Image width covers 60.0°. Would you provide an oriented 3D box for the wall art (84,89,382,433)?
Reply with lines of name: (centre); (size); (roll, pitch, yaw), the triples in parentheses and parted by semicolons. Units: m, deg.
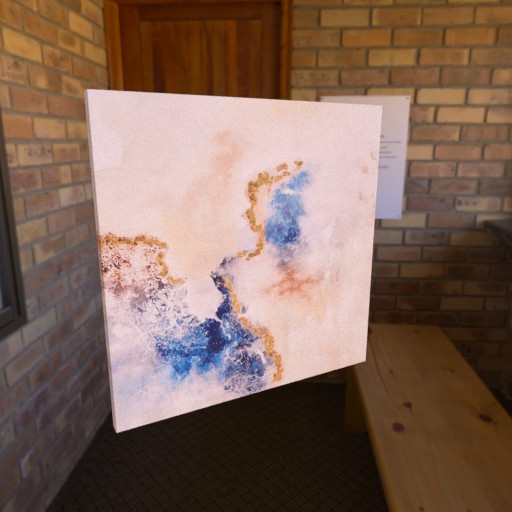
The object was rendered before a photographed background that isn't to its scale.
wall art: (0.000, 0.000, 1.326); (0.889, 0.889, 0.038); (-7, 16, -27)
